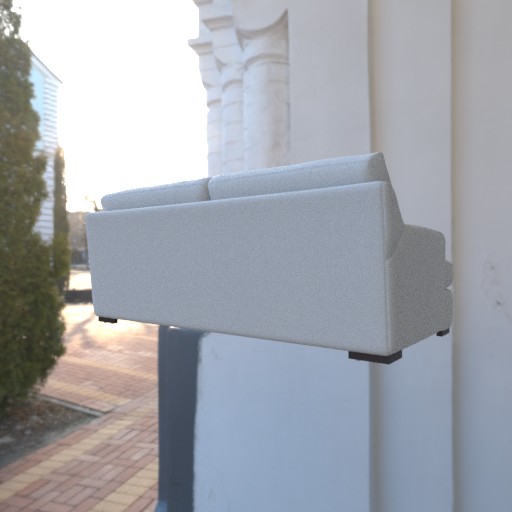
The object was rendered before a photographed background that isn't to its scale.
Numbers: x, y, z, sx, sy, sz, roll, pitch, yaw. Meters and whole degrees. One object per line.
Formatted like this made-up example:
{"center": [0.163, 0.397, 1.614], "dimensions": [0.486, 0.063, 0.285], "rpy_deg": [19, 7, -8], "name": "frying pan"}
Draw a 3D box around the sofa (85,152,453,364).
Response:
{"center": [0.000, 0.000, 2.898], "dimensions": [2.261, 0.940, 1.143], "rpy_deg": [0, 0, 37], "name": "sofa"}
